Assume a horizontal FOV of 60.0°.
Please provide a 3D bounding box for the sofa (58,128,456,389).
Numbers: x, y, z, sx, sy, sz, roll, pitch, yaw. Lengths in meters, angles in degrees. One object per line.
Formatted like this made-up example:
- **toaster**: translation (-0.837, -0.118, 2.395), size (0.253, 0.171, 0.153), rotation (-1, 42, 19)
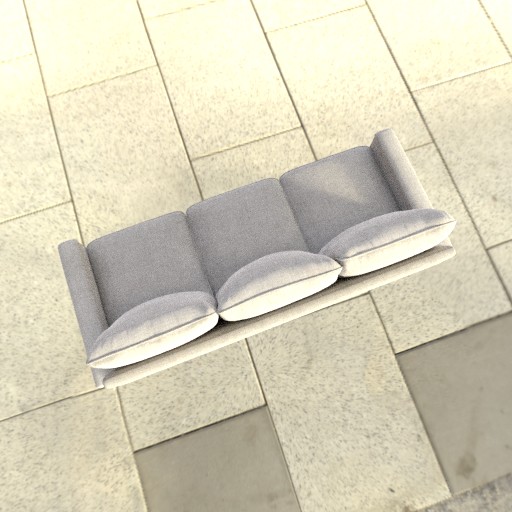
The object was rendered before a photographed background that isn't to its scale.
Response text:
- **sofa**: translation (0.000, 0.000, 2.429), size (1.925, 0.959, 0.828), rotation (-20, 76, -5)
